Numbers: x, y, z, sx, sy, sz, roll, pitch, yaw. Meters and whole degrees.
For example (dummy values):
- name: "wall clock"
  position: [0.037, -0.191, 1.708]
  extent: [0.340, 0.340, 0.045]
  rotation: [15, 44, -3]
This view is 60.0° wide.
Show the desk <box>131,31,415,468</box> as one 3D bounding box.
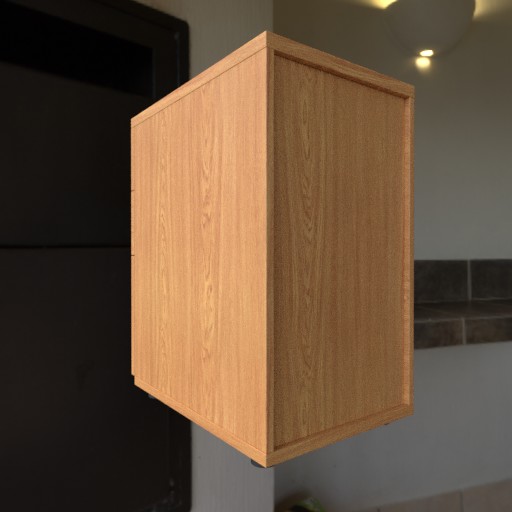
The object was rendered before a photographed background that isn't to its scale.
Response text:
- name: "desk"
  position: [0.000, 0.000, 1.075]
  extent: [0.404, 0.730, 0.600]
  rotation: [0, 1, -36]
